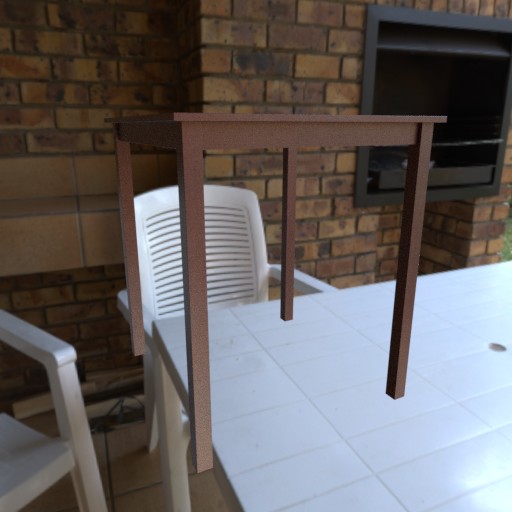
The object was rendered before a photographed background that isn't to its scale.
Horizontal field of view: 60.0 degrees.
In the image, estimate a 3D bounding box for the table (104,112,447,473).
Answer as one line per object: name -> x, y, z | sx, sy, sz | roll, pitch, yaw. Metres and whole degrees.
table -> 0.000, 0.000, 1.661 | 0.861, 0.991, 0.861 | -8, 18, -27
